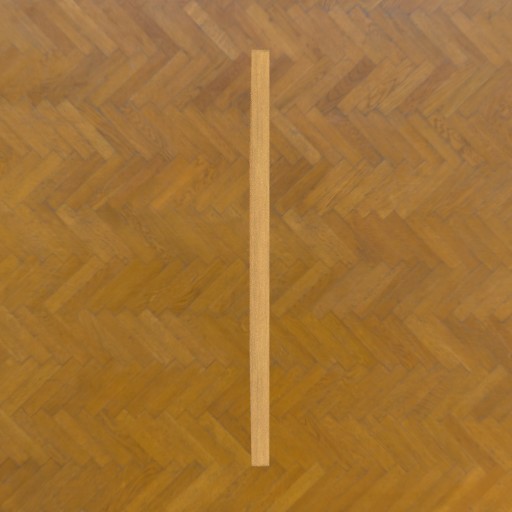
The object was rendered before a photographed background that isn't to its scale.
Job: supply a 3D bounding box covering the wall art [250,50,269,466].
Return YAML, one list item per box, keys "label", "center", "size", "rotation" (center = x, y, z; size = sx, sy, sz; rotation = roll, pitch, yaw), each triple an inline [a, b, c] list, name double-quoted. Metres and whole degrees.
- label: "wall art"
  center: [0.000, 0.000, 0.770]
  size: [0.020, 0.561, 0.460]
  rotation: [0, 91, -1]
